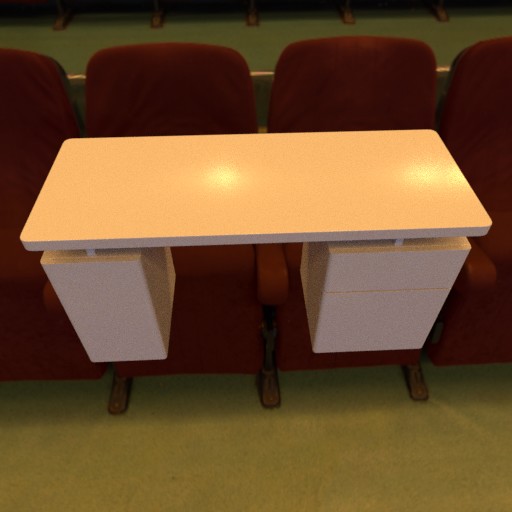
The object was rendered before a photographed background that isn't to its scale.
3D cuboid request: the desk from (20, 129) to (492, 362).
[{"bbox_3d":[0.000,0.000,1.761,1.400,0.762,0.550,-2,46,-2],"label":"desk"}]
